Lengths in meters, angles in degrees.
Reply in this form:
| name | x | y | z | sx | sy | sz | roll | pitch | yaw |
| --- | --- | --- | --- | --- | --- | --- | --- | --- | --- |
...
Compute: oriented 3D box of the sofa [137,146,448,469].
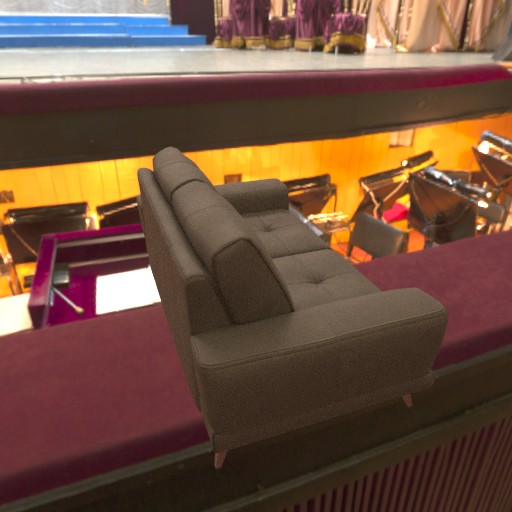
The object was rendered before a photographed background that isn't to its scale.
| name | x | y | z | sx | sy | sz | roll | pitch | yaw |
| --- | --- | --- | --- | --- | --- | --- | --- | --- | --- |
| sofa | 0.000 | 0.000 | 2.345 | 1.018 | 0.907 | 1.806 | -10 | 30 | -18 |
